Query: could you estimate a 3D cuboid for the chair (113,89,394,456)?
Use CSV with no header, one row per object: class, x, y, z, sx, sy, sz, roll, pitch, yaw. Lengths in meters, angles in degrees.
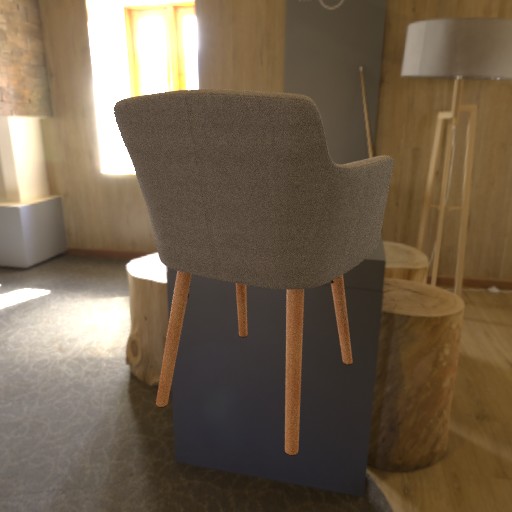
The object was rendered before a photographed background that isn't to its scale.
chair,0.000,0.000,1.140,0.570,0.780,0.540,9,19,27
